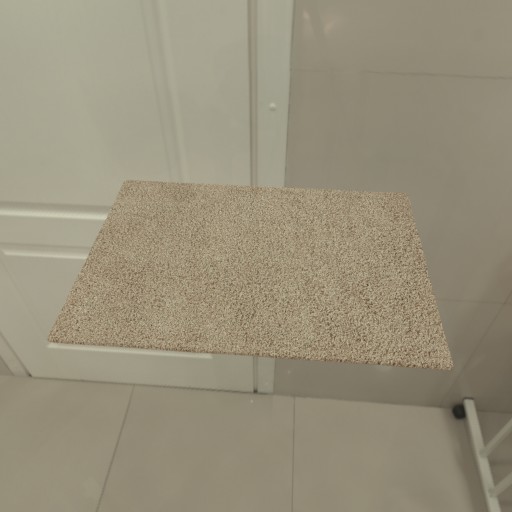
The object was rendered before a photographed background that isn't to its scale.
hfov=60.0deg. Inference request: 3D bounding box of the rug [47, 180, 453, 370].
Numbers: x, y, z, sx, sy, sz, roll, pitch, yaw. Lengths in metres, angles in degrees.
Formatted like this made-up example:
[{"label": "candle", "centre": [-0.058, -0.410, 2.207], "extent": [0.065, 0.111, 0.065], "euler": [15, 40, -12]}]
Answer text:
[{"label": "rug", "centre": [0.000, 0.000, 2.354], "extent": [1.778, 0.030, 1.219], "euler": [3, 45, 3]}]
